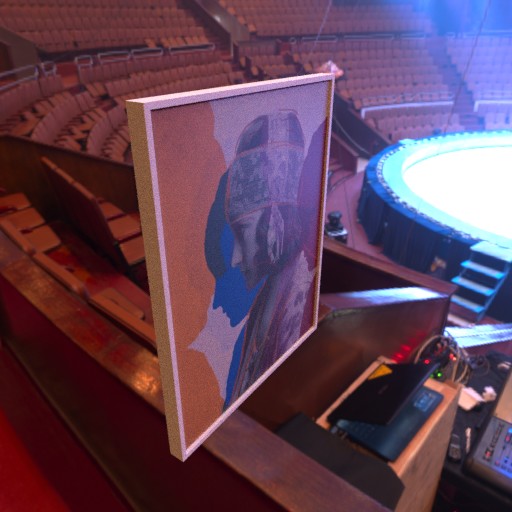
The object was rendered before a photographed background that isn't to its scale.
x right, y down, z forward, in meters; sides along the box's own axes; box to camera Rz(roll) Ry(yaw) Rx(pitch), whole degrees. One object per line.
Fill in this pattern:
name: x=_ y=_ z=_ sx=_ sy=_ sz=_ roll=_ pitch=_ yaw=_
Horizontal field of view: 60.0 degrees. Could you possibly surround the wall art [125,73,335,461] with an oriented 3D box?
wall art: x=0.000 y=0.000 z=0.755 sx=0.030 sy=0.549 sz=0.443 roll=18 pitch=32 yaw=31
